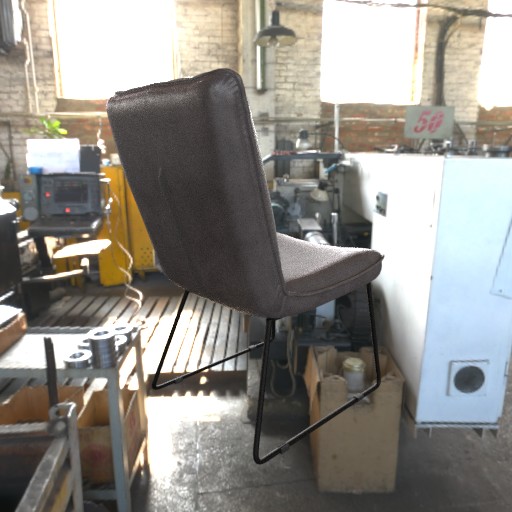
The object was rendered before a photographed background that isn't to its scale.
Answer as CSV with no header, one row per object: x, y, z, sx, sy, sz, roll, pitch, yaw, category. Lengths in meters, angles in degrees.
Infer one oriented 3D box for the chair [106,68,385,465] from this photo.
0.000,0.000,1.333,0.688,0.932,0.515,-13,18,-42,chair
